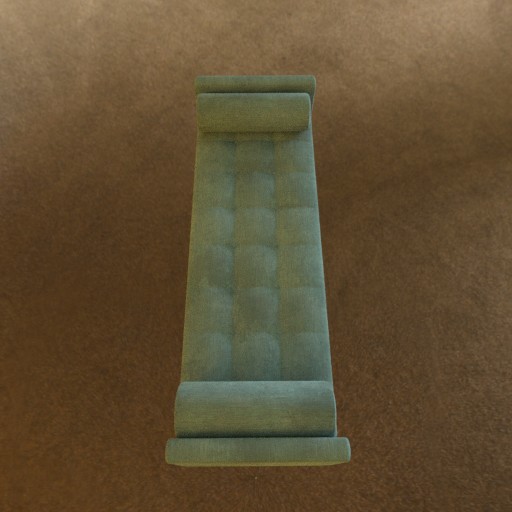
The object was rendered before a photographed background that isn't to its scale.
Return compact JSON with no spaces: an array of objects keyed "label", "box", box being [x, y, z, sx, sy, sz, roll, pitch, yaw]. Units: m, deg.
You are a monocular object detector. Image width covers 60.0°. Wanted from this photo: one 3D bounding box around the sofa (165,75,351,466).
[{"label":"sofa","box":[0.000,0.000,2.319,0.686,0.635,1.981,0,63,0]}]
